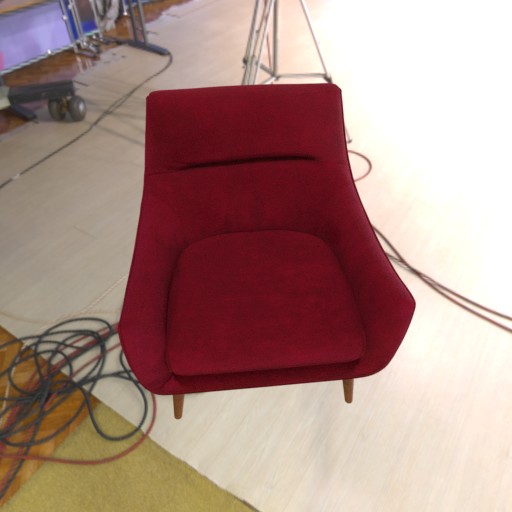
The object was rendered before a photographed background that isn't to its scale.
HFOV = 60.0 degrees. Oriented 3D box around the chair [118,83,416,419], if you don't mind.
[{"bbox_3d":[0.000,0.000,1.455,0.762,0.838,0.787,-4,46,-4],"label":"chair"}]
